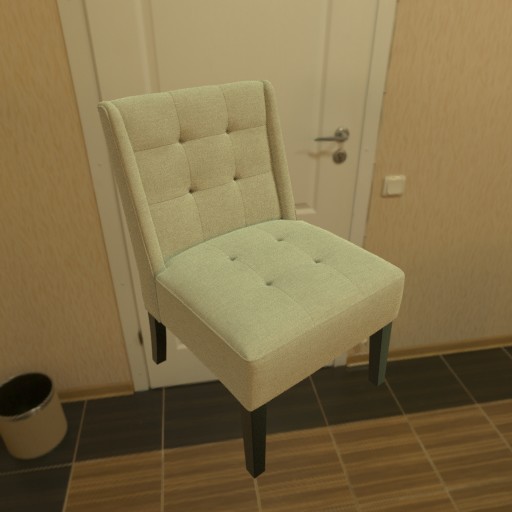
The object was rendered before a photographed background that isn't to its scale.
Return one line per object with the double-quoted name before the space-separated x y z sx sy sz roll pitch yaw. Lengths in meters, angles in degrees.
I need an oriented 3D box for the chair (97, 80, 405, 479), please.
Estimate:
"chair" 0.000 0.000 1.294 0.569 0.853 0.676 -22 37 -32
